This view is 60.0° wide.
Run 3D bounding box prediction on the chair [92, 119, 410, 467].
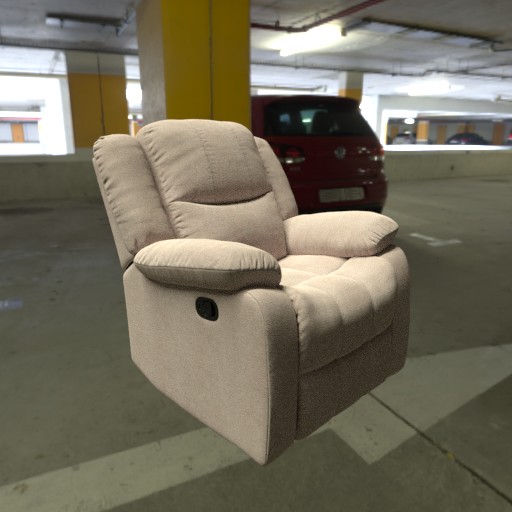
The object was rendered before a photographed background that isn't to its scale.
[{"bbox_3d":[0.000,0.000,1.682,0.899,1.008,0.944,-14,20,-42],"label":"chair"}]
